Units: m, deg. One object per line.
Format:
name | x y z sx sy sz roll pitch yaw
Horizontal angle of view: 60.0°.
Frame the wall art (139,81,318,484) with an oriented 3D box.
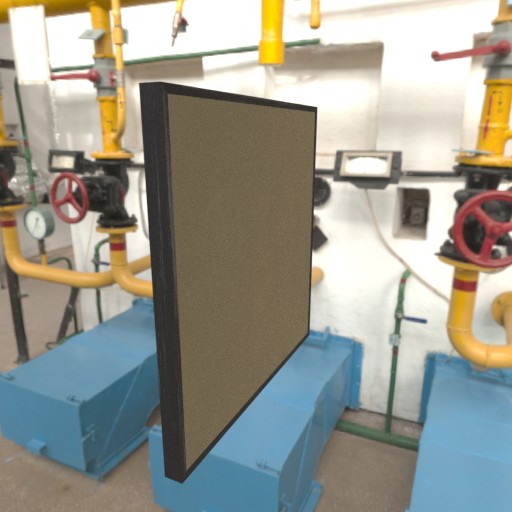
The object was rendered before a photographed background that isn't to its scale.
wall art | 0.000 0.000 1.131 0.043 0.758 0.762 7 17 25
